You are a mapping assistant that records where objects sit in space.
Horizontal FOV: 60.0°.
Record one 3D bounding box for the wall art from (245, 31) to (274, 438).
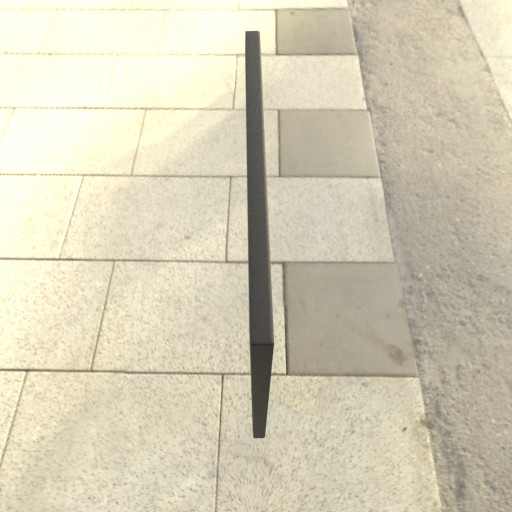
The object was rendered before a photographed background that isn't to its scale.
[{"bbox_3d":[0.000,0.000,0.688,0.022,0.453,0.456,-1,58,-1],"label":"wall art"}]
